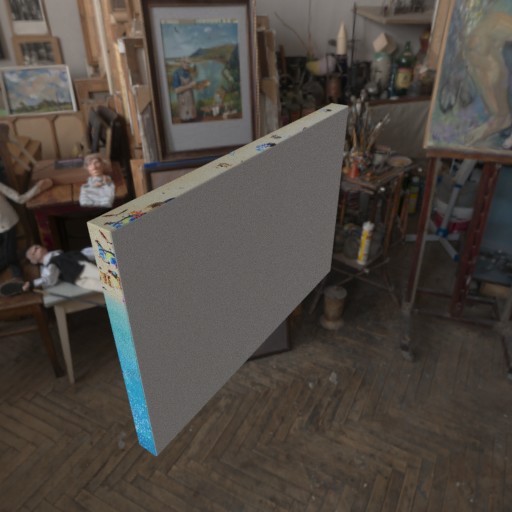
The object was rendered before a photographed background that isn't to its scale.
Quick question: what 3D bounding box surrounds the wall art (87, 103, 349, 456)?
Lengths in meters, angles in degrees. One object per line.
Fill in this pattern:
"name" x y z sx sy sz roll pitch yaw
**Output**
"wall art" 0.000 0.000 0.801 0.039 0.406 0.609 20 38 28
